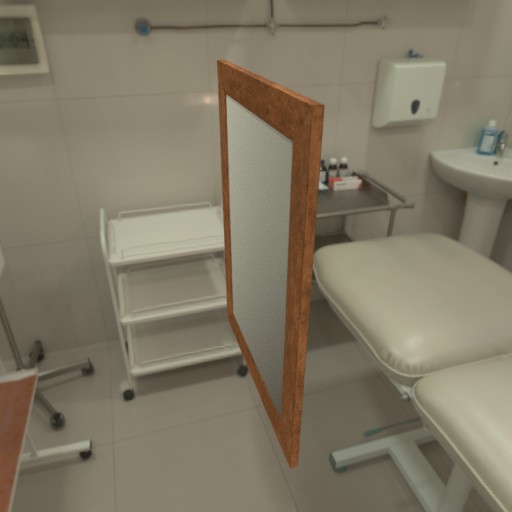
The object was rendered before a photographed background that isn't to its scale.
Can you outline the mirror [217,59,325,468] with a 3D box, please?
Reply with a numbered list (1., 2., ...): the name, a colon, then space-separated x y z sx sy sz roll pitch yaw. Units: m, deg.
1. mirror: 0.000 0.000 1.446 0.028 1.099 0.796 -9 31 -15
